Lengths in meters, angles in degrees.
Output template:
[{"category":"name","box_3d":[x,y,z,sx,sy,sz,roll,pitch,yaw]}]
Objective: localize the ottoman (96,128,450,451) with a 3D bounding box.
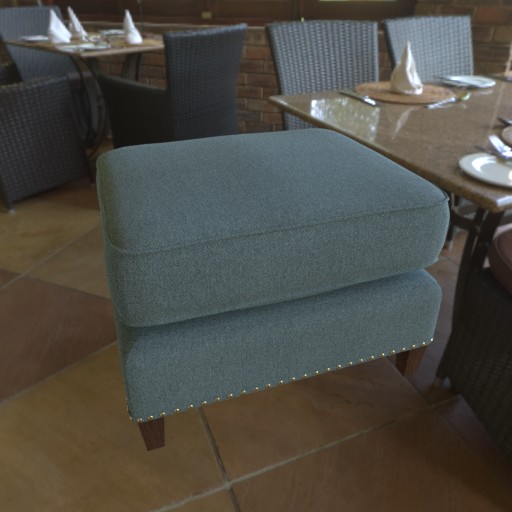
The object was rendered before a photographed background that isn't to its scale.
[{"category":"ottoman","box_3d":[0.000,0.000,1.141,0.738,0.537,0.589,-10,33,-16]}]
